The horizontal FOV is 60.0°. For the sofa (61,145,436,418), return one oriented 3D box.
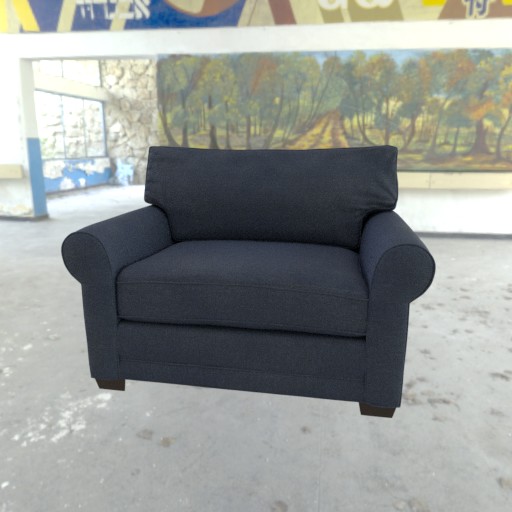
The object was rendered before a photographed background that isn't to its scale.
[{"bbox_3d":[0.000,0.000,2.069,1.405,1.004,0.938,2,14,10],"label":"sofa"}]
